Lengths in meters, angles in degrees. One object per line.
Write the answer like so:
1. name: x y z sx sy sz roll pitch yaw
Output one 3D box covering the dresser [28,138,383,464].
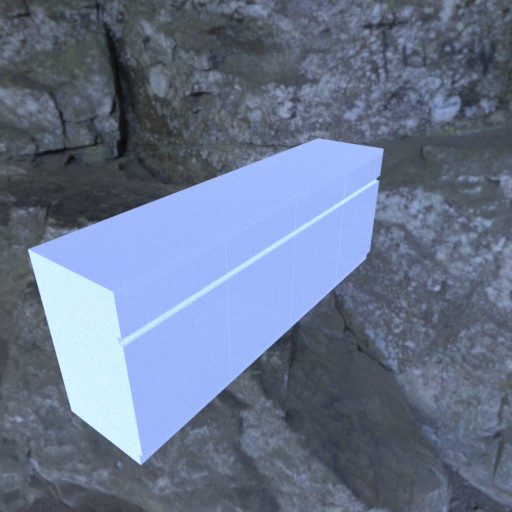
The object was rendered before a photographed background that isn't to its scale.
1. dresser: 0.000 0.000 2.507 0.500 0.840 2.200 19 33 32
